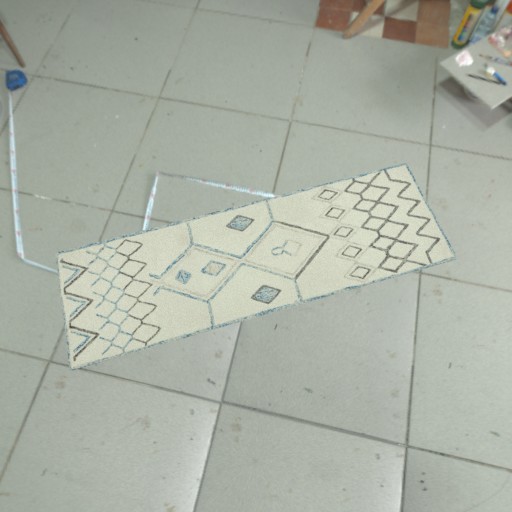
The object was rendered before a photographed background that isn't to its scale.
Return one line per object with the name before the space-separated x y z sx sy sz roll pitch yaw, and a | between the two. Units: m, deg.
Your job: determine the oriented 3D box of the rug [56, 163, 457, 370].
rug | 0.000 0.000 2.815 2.434 0.013 0.770 -15 66 -7
